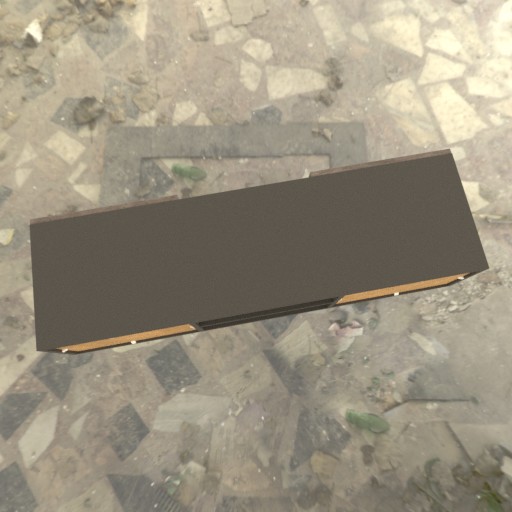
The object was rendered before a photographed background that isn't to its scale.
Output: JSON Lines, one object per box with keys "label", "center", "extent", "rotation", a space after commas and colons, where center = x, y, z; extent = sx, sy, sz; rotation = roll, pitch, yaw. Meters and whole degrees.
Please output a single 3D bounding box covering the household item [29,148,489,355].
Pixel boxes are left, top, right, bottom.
{"label": "household item", "center": [0.000, 0.000, 1.548], "extent": [1.400, 0.310, 0.420], "rotation": [-10, 75, -3]}
